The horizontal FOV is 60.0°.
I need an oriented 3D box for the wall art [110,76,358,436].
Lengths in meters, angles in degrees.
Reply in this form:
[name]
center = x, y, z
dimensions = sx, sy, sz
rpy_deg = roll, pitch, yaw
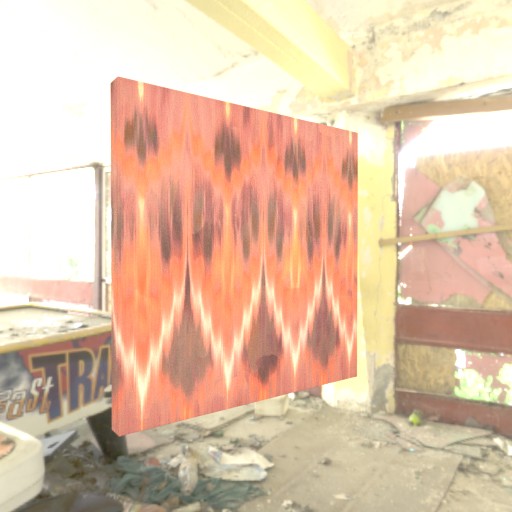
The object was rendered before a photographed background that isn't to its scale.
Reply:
[wall art]
center = 0.000, 0.000, 0.939
dimensions = 0.603, 0.609, 0.037
rpy_deg = -1, 1, -36
